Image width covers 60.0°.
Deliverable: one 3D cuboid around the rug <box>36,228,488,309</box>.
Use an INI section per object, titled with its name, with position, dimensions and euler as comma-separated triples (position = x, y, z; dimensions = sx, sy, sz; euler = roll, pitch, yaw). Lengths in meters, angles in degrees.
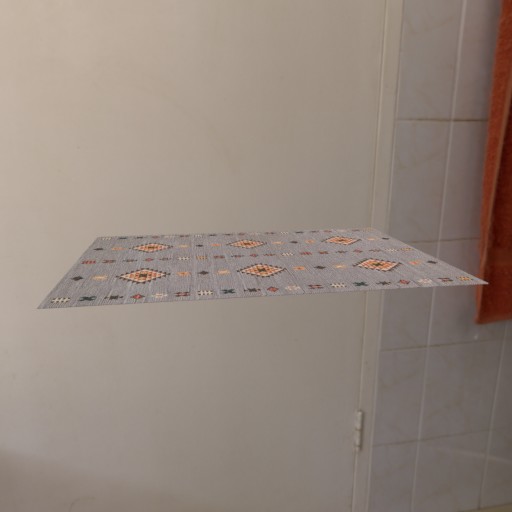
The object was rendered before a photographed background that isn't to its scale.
[rug]
position = 0.000, 0.000, 2.336
dimensions = 1.818, 0.005, 1.217
euler = -2, 15, -9
